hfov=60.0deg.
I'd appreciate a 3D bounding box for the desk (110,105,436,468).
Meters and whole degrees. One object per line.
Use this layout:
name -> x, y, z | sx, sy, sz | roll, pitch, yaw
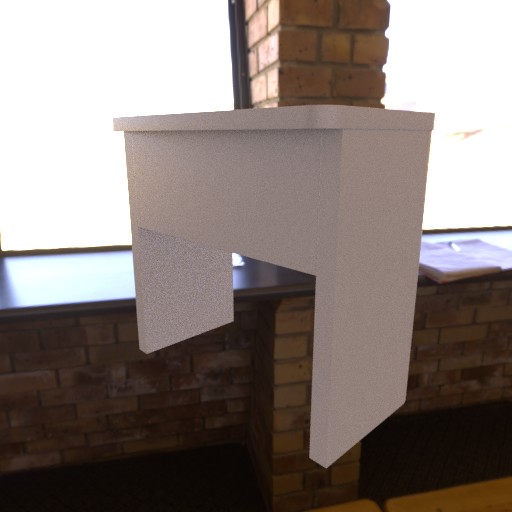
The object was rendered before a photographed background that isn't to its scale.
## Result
desk -> 0.000, 0.000, 1.258 | 0.446, 0.760, 0.790 | -14, 21, -43
